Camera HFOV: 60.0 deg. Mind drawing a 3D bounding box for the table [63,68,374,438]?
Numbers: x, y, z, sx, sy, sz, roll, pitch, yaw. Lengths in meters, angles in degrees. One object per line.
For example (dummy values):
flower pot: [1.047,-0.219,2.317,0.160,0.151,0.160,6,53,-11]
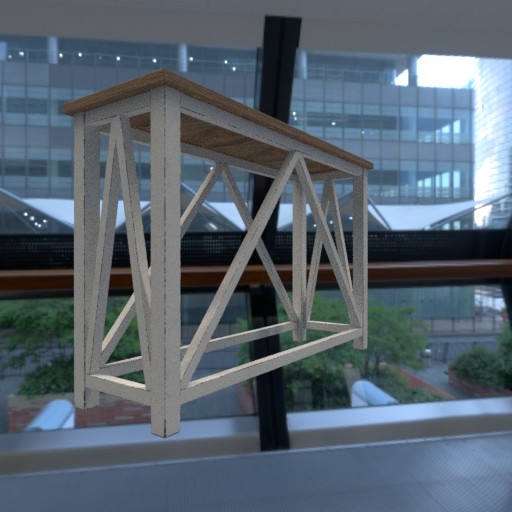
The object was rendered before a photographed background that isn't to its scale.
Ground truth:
table: [0.000,0.000,1.792,0.450,0.930,1.400,0,0,36]
